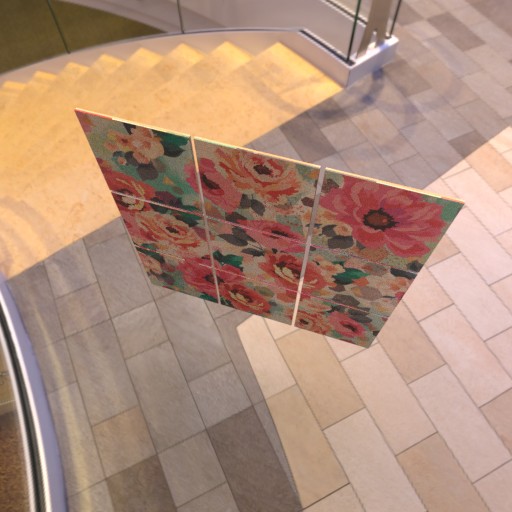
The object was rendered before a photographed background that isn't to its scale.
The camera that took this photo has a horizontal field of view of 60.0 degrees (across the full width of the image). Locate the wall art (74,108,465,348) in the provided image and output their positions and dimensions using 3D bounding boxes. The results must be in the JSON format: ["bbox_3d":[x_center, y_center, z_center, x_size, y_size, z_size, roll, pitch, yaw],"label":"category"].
[{"bbox_3d":[0.000,0.000,1.847,1.216,1.220,0.013,16,61,9],"label":"wall art"}]
